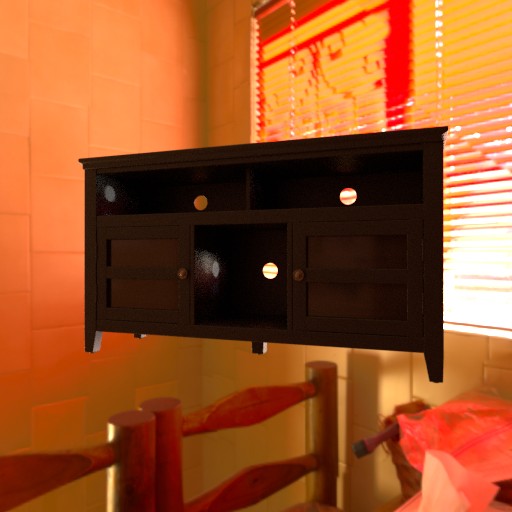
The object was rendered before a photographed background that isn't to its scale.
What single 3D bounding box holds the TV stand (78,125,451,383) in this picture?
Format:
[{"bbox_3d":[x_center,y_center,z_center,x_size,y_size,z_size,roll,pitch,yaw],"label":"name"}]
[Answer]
[{"bbox_3d":[0.000,0.000,1.512,1.198,0.681,0.347,0,0,19],"label":"TV stand"}]
